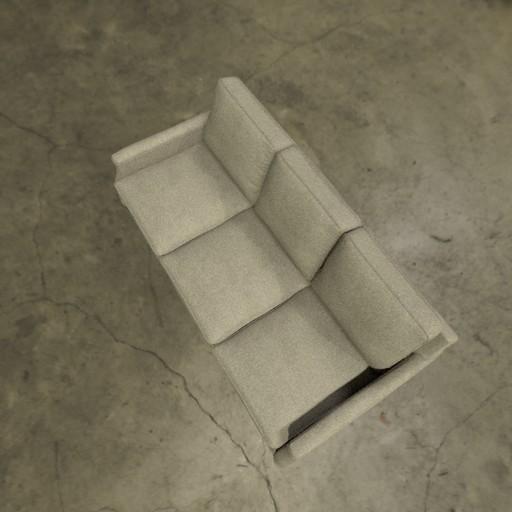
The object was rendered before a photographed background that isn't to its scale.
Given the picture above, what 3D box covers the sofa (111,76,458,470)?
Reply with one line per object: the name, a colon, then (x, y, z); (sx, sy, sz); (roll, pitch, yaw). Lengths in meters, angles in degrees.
sofa: (0.000, 0.000, 2.819); (1.084, 1.003, 2.246); (-29, 68, -13)
